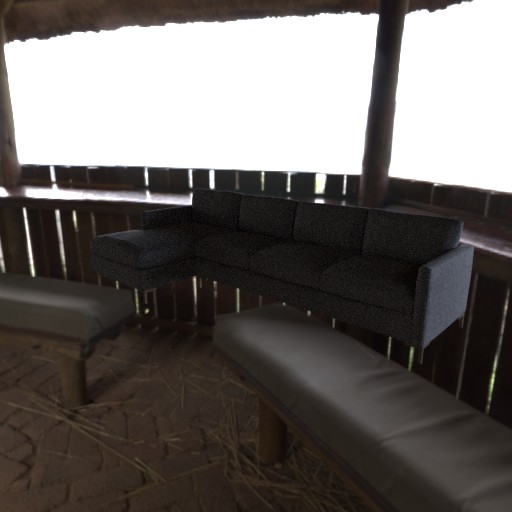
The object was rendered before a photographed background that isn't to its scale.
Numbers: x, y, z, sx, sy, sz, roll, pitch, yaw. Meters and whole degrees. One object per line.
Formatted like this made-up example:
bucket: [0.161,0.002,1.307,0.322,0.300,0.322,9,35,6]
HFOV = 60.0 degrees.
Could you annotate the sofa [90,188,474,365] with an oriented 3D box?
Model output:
sofa: [0.000,0.000,3.567,2.932,0.810,1.350,13,20,40]
